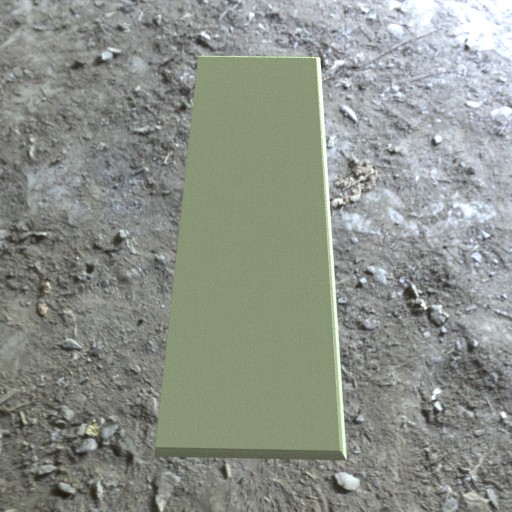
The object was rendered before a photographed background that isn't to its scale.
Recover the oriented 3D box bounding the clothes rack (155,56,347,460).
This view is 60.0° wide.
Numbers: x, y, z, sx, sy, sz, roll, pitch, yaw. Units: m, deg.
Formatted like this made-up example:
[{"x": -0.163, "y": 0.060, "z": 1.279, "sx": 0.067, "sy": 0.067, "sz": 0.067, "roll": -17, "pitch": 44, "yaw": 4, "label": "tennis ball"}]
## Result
[{"x": 0.000, "y": 0.000, "z": 1.443, "sx": 0.405, "sy": 0.558, "sz": 1.218, "roll": 1, "pitch": 64, "yaw": 0, "label": "clothes rack"}]
